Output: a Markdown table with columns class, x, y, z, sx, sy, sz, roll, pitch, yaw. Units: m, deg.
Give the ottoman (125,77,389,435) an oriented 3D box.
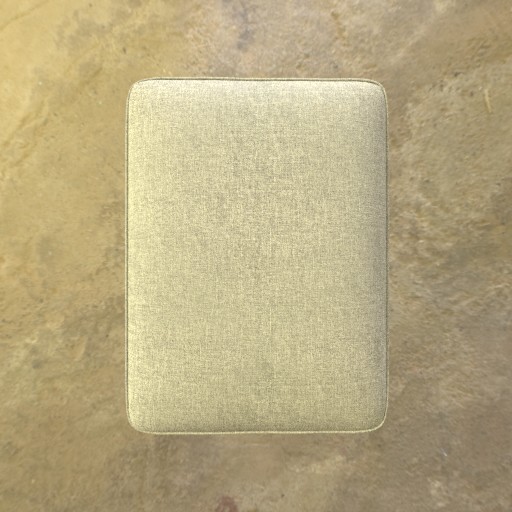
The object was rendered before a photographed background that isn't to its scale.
| class | x | y | z | sx | sy | sz | roll | pitch | yaw |
| --- | --- | --- | --- | --- | --- | --- | --- | --- | --- |
| ottoman | 0.000 | 0.000 | 1.308 | 0.661 | 0.561 | 0.889 | 0 | 90 | -1 |
